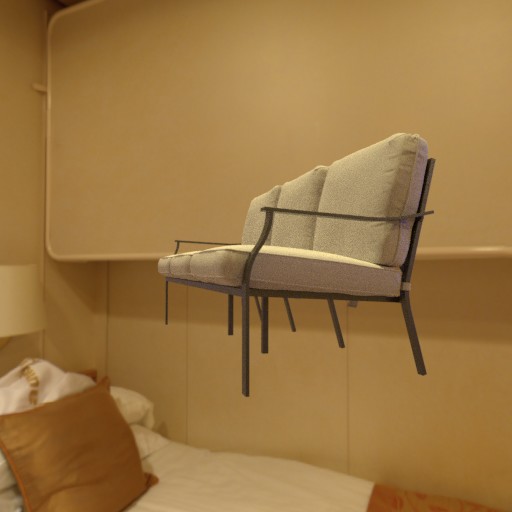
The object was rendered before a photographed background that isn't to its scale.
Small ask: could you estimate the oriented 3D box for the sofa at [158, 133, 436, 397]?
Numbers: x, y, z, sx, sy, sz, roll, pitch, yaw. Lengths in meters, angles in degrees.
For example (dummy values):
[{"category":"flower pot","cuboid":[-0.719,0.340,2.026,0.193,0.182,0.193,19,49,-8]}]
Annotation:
[{"category":"sofa","cuboid":[0.000,0.000,2.217,0.787,0.860,1.740,1,-2,-19]}]
